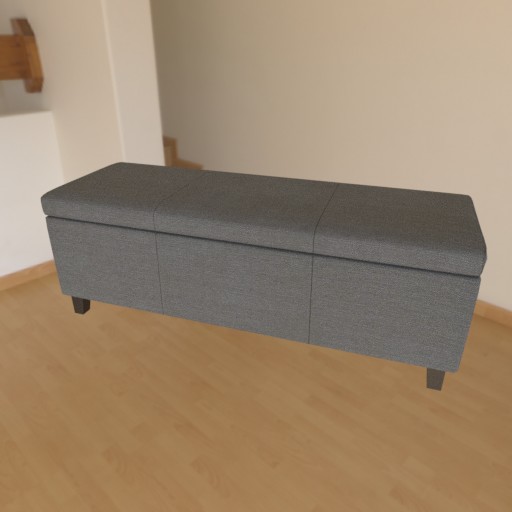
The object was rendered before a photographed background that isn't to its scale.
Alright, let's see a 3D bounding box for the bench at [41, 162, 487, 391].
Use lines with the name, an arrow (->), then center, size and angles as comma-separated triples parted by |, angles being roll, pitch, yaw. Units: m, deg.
bench -> 0.000, 0.000, 1.441 | 1.269, 0.438, 0.446 | 8, 28, 16
